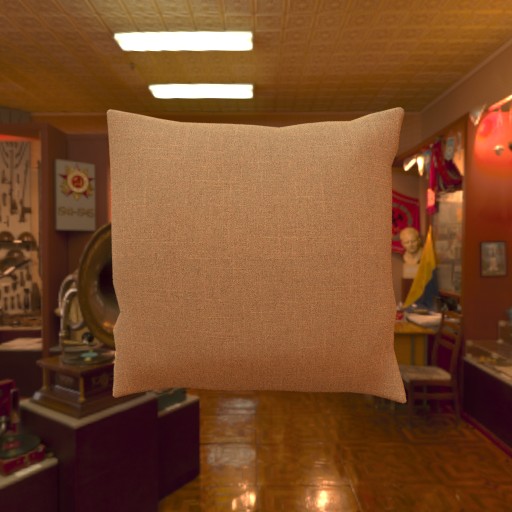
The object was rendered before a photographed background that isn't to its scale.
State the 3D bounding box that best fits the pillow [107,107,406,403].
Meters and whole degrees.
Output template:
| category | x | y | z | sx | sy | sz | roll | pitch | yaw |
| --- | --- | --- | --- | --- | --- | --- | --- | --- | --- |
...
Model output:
| category | x | y | z | sx | sy | sz | roll | pitch | yaw |
| --- | --- | --- | --- | --- | --- | --- | --- | --- | --- |
| pillow | 0.000 | 0.000 | 0.760 | 0.508 | 0.498 | 0.215 | 0 | 1 | 2 |
